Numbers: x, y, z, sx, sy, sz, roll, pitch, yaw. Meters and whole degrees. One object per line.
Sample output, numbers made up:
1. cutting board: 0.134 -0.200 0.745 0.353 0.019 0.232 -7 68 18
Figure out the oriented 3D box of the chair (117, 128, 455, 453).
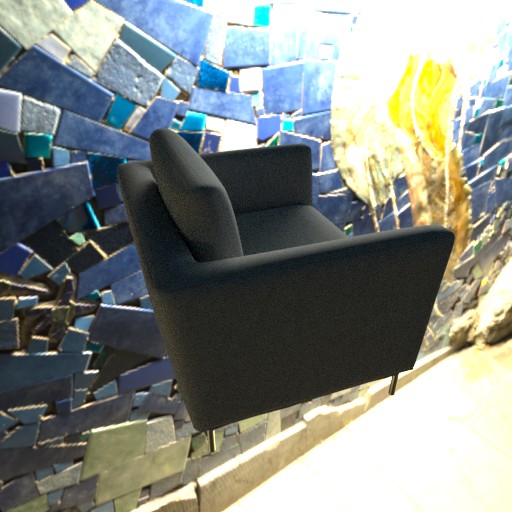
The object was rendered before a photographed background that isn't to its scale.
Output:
1. chair: 0.000 0.000 1.700 0.889 0.864 1.041 -10 31 -17
